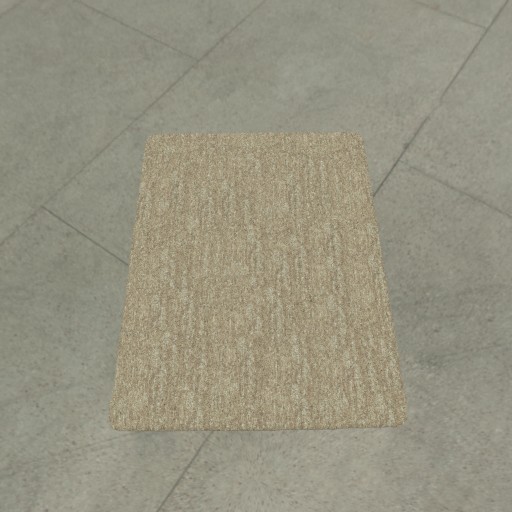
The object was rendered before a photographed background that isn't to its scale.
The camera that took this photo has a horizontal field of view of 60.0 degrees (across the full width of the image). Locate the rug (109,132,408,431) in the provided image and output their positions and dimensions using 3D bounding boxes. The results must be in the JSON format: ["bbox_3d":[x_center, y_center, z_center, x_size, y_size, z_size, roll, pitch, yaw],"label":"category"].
[{"bbox_3d":[0.000,0.000,3.900,2.242,0.050,2.873,-1,63,0],"label":"rug"}]
